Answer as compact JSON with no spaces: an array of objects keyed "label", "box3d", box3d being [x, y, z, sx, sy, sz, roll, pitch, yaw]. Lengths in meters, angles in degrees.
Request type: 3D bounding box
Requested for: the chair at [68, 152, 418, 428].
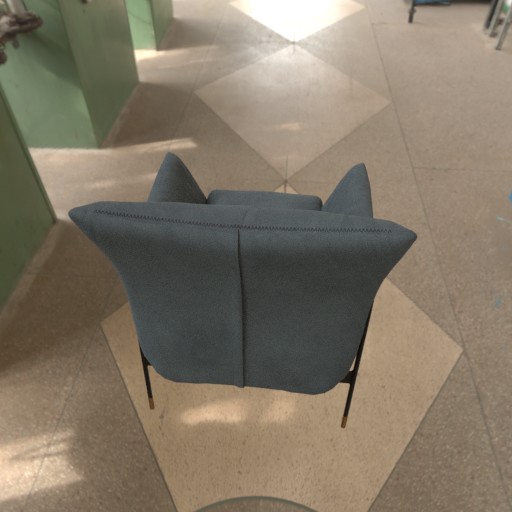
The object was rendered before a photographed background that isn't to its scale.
[{"label":"chair","box3d":[0.000,0.000,1.370,0.678,0.858,0.709,4,46,4]}]
